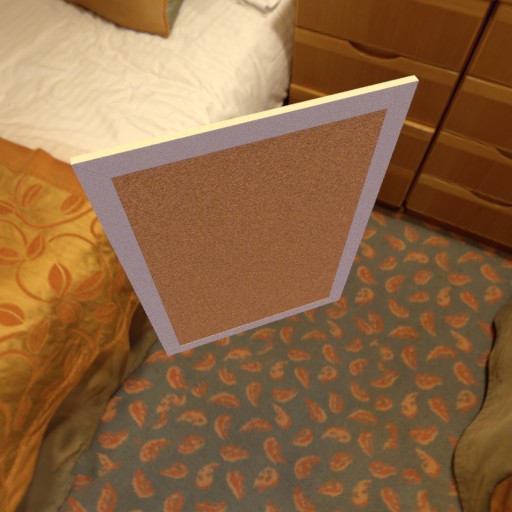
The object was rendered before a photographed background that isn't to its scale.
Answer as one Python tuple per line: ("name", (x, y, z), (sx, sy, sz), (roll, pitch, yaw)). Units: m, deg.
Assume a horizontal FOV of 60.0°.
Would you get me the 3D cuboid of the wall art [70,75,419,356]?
("wall art", (0.000, 0.000, 0.830), (0.454, 0.659, 0.011), (-17, 60, -10))
